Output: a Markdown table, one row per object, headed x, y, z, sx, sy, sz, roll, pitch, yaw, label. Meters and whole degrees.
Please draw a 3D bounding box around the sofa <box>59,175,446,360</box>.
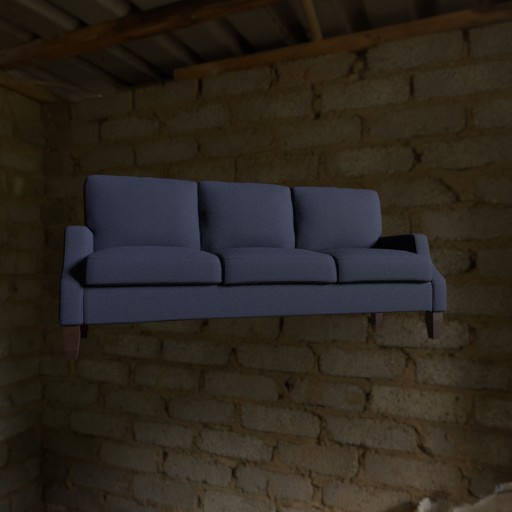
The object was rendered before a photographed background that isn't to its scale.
| x | y | z | sx | sy | sz | roll | pitch | yaw | label |
| --- | --- | --- | --- | --- | --- | --- | --- | --- | --- |
| 0.000 | 0.000 | 2.704 | 2.115 | 0.984 | 0.888 | 0 | -1 | -17 | sofa |
